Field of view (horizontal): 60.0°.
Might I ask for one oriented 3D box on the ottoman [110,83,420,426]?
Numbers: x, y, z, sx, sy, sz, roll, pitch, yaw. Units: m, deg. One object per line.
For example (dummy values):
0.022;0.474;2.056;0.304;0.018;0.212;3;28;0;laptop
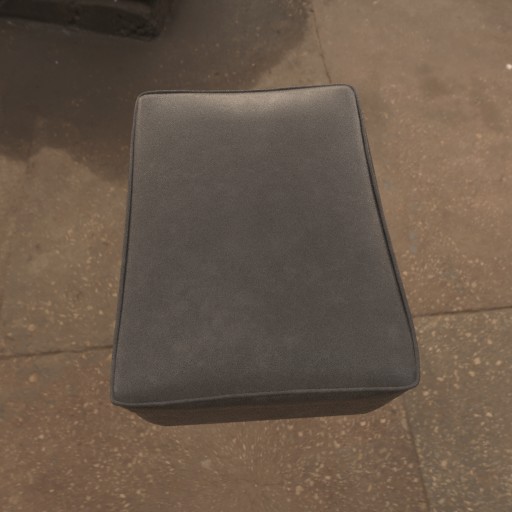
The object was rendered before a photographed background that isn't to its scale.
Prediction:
0.000;0.000;1.093;0.554;0.445;0.756;-3;63;-2;ottoman
